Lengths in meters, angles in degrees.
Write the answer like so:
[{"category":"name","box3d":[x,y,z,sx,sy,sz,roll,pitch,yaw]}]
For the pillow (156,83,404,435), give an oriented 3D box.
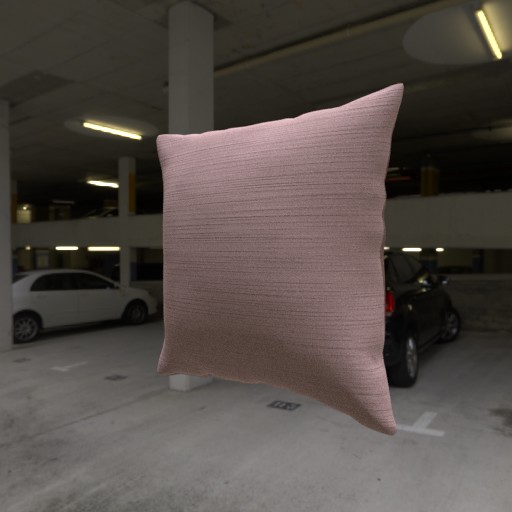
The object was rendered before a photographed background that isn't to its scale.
[{"category":"pillow","box3d":[0.000,0.000,0.718,0.470,0.464,0.175,1,2,36]}]
